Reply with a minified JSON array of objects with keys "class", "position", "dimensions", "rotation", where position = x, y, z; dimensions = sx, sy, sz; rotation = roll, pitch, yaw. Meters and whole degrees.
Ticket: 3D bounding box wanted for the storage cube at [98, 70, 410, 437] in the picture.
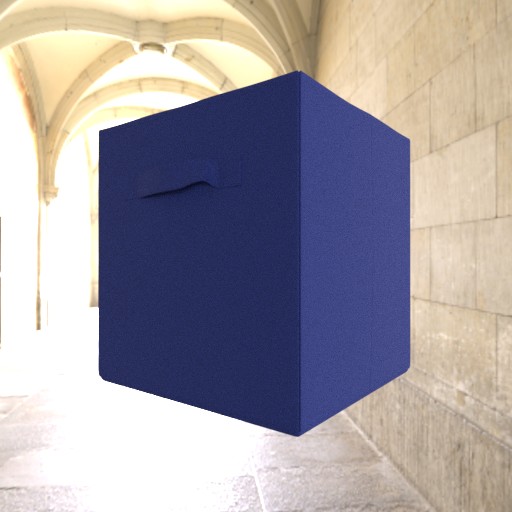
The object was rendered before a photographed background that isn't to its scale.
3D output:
[{"class":"storage cube","position":[0.000,0.000,0.507],"dimensions":[0.270,0.280,0.270],"rotation":[0,0,38]}]
